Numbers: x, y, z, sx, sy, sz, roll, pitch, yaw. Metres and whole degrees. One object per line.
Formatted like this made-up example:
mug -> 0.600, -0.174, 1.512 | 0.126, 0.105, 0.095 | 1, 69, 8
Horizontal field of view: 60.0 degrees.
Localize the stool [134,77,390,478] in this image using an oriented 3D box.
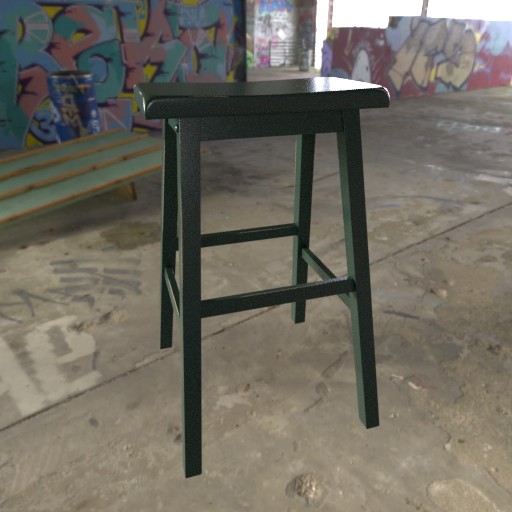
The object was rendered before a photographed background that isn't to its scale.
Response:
stool -> 0.000, 0.000, 1.018 | 0.457, 0.737, 0.476 | -8, 28, -16
